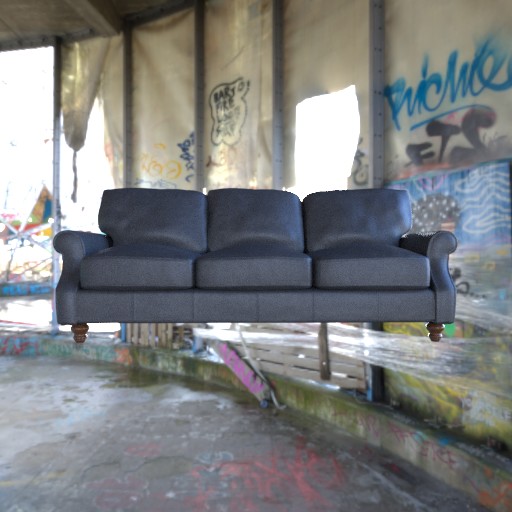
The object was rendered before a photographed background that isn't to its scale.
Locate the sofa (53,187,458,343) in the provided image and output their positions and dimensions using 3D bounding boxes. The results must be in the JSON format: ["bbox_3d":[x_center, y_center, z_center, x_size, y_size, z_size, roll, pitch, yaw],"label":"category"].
[{"bbox_3d":[0.000,0.000,2.924,2.387,0.977,0.974,0,0,-1],"label":"sofa"}]
